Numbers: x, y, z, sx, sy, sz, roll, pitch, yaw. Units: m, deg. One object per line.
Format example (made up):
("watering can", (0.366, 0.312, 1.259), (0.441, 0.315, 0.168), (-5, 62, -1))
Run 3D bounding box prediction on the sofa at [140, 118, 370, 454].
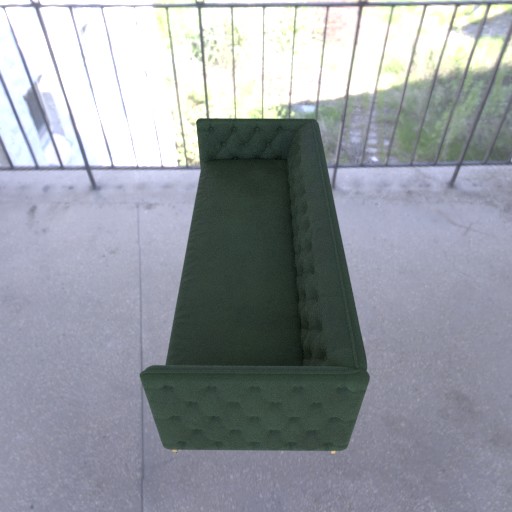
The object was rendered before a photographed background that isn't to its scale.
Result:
("sofa", (0.000, 0.000, 2.710), (0.895, 0.771, 2.209), (0, 43, 0))
